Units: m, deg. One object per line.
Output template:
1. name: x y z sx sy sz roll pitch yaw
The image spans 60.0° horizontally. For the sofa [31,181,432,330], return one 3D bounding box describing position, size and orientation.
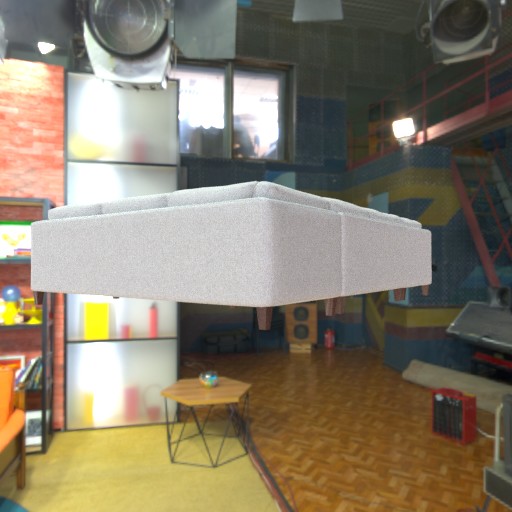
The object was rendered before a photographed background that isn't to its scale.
1. sofa: 0.000 0.000 4.374 2.551 0.853 3.238 -1 -1 36
